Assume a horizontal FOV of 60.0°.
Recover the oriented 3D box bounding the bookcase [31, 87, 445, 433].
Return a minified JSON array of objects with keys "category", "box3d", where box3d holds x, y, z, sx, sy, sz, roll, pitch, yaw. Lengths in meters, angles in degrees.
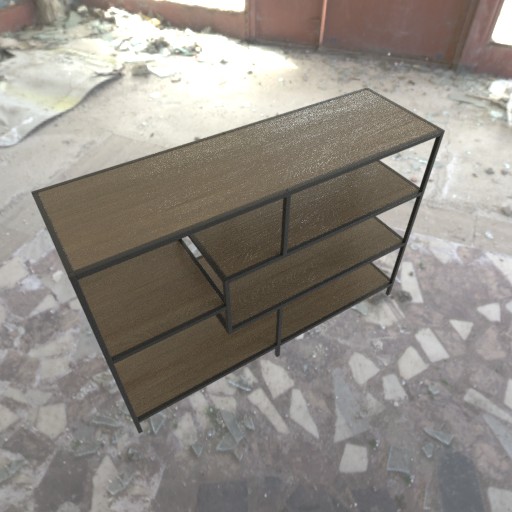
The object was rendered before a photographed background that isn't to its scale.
[{"category":"bookcase","box3d":[0.000,0.000,1.519,1.140,0.780,0.350,-24,50,-22]}]
